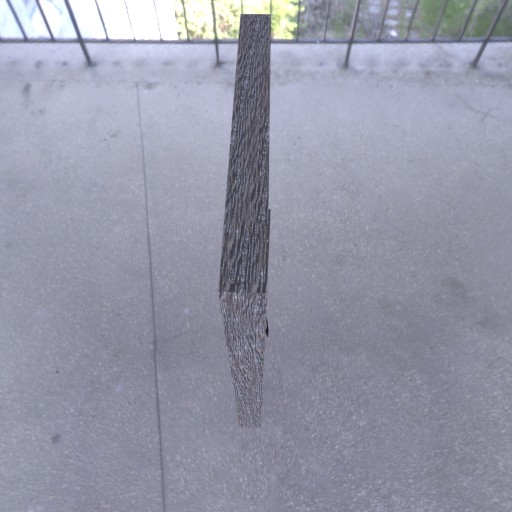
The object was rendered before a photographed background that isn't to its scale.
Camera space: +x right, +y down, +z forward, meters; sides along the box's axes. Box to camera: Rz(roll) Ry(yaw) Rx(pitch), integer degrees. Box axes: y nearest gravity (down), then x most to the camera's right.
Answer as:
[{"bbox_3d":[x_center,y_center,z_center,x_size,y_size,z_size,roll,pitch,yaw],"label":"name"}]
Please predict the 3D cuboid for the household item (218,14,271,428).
[{"bbox_3d":[0.000,0.000,0.273,0.020,0.210,0.160,1,58,1],"label":"household item"}]
